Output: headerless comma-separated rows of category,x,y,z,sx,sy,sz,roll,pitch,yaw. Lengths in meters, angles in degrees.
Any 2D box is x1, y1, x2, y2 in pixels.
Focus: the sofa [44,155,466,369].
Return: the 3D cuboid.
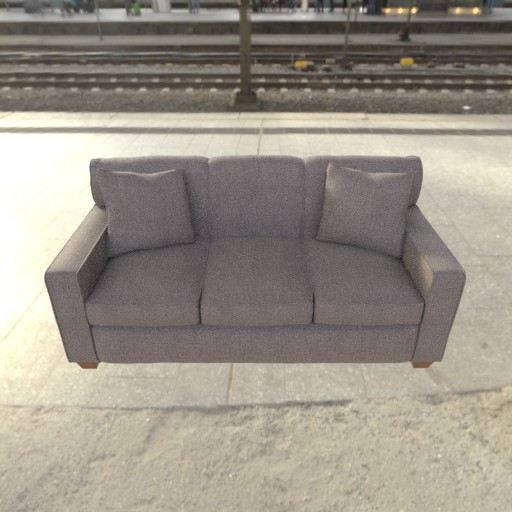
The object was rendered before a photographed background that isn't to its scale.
sofa,0.000,0.000,2.555,2.024,0.958,0.997,0,31,0
